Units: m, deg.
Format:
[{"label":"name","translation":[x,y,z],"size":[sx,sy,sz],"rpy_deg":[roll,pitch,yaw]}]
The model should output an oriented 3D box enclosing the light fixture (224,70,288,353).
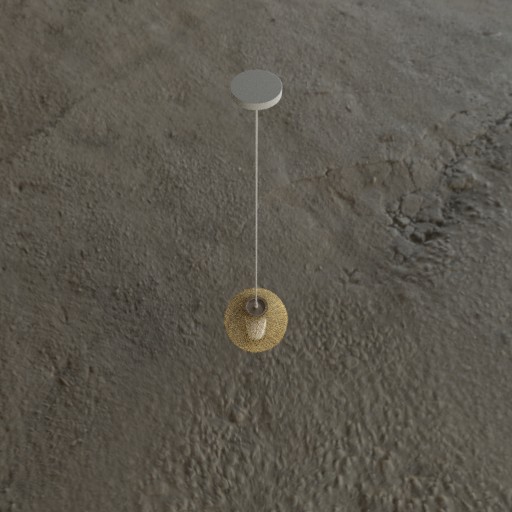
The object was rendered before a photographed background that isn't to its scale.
[{"label":"light fixture","translation":[0.000,0.000,2.174],"size":[0.406,1.955,0.407],"rpy_deg":[33,64,18]}]
